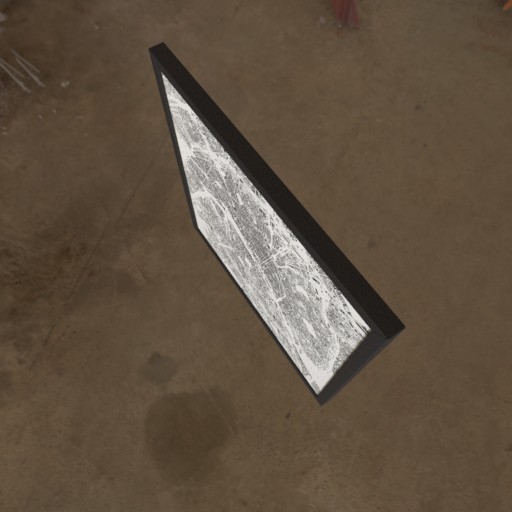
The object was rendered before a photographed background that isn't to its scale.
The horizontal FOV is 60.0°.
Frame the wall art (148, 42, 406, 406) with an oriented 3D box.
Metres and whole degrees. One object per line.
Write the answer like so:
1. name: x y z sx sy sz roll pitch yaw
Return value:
1. wall art: 0.000 0.000 1.151 0.037 0.763 0.763 -31 68 -14
